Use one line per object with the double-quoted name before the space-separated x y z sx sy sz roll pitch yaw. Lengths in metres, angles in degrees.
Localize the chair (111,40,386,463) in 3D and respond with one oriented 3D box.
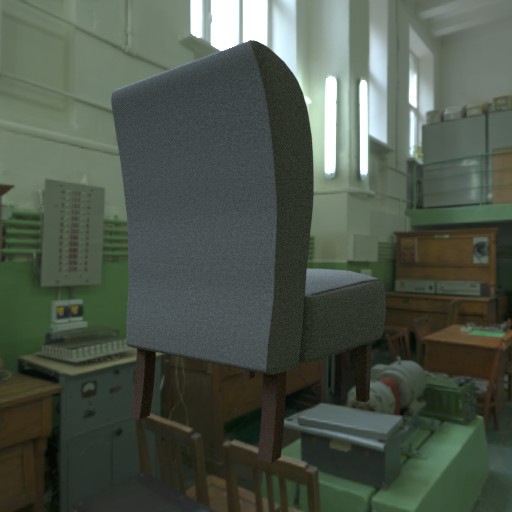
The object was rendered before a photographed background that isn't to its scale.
"chair" 0.000 0.000 1.170 0.513 0.804 0.592 0 0 36
